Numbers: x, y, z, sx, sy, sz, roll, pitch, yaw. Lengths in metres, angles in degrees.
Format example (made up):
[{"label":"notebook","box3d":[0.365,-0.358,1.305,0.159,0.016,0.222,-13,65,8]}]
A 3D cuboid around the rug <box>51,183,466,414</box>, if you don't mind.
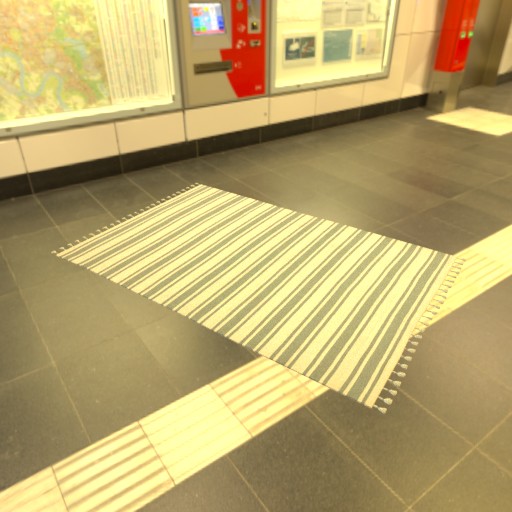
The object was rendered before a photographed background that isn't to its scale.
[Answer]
[{"label":"rug","box3d":[0.000,0.000,3.034,2.410,0.011,1.539,20,37,29]}]
